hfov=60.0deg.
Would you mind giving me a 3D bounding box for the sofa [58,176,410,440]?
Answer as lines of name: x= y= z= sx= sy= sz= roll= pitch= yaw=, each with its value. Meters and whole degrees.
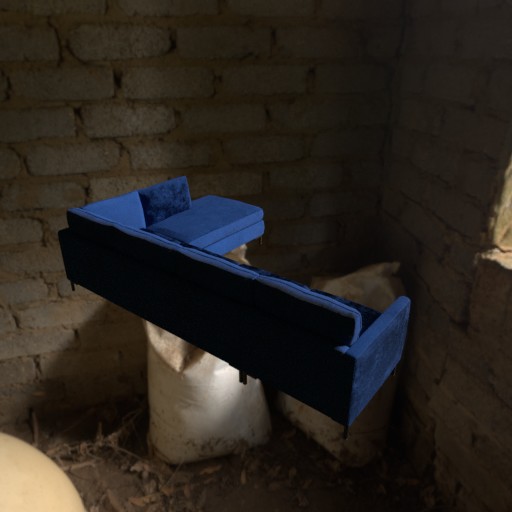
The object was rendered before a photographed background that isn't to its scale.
sofa: x=0.000 y=0.000 z=3.294 sx=2.486 sy=0.687 sz=1.707 roll=18 pitch=31 yaw=33
